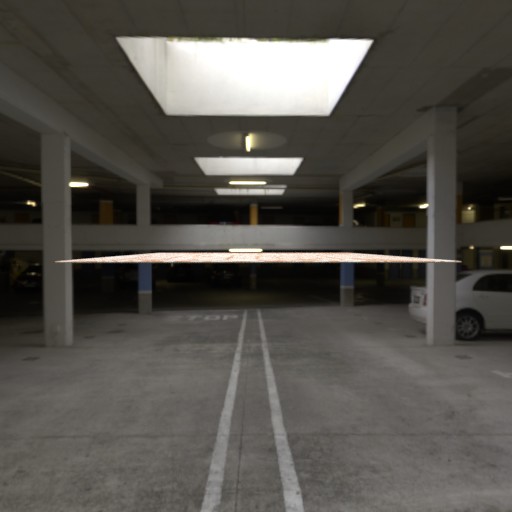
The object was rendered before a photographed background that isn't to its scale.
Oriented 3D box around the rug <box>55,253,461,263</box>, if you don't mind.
[{"bbox_3d":[0.000,0.000,4.172,2.441,0.011,3.050,0,1,-1],"label":"rug"}]
